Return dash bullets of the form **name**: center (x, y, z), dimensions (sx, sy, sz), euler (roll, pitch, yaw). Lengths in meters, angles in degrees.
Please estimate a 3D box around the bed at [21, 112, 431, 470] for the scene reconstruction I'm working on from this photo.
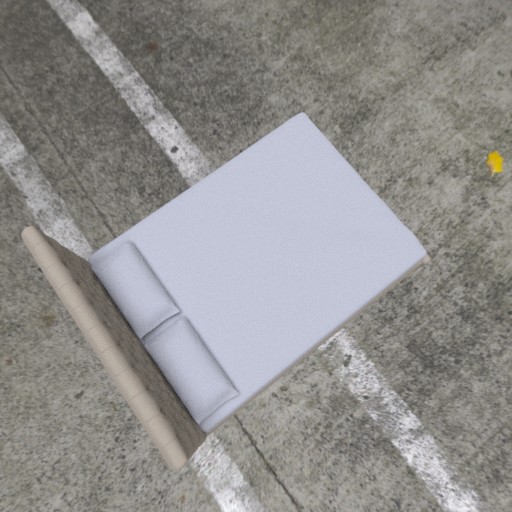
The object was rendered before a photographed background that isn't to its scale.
- **bed**: center (0.000, 0.000, 3.378), dimensions (2.387, 1.427, 1.698), euler (-36, 78, -9)
